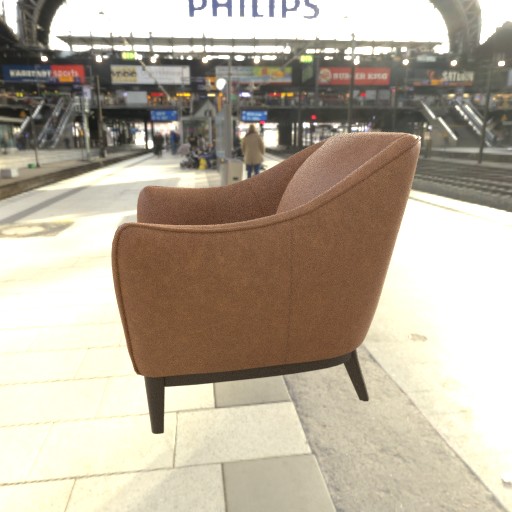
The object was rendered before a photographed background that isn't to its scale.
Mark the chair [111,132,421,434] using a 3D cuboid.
[{"bbox_3d":[0.000,0.000,1.541,0.852,0.830,0.871,-3,15,-10],"label":"chair"}]
